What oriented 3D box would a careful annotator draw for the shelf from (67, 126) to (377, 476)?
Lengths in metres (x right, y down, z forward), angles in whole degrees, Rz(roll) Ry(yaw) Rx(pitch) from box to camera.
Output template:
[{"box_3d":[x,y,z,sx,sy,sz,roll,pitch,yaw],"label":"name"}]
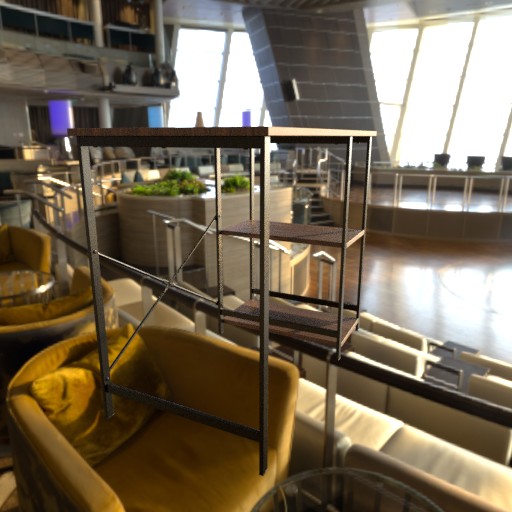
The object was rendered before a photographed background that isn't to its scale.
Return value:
[{"box_3d":[0.000,0.000,1.373,0.498,0.750,0.902,7,17,26],"label":"shelf"}]
